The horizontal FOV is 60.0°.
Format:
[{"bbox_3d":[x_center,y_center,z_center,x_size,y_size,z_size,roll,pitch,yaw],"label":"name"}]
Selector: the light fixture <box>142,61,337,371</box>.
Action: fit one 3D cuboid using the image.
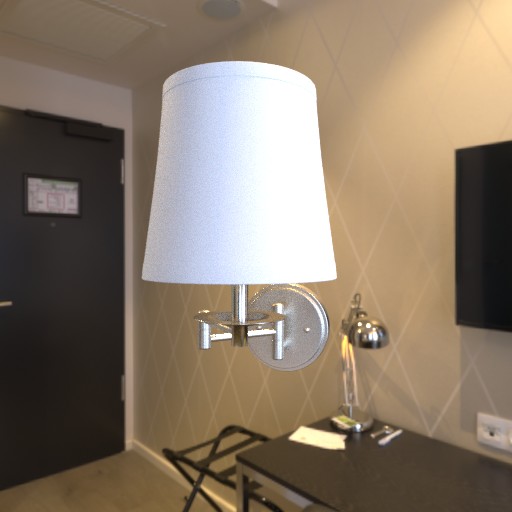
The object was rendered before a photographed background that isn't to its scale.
[{"bbox_3d":[0.000,0.000,0.579,0.223,0.381,0.348,0,1,18],"label":"light fixture"}]
